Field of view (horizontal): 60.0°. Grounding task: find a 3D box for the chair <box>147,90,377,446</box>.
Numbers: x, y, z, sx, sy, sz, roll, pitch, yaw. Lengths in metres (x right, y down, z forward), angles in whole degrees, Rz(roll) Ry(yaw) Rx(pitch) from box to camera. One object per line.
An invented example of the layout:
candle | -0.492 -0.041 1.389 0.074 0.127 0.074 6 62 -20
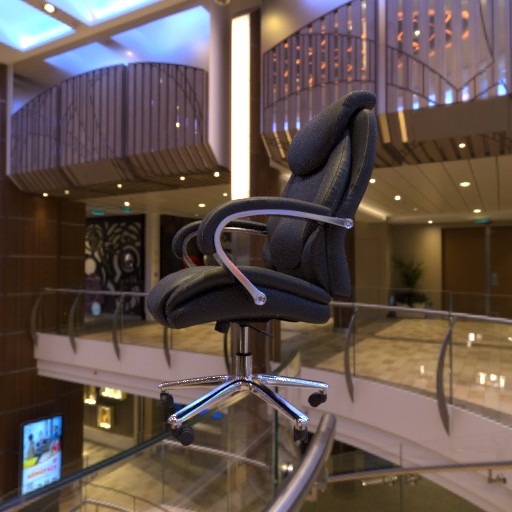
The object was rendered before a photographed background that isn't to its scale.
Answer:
chair | 0.000 0.000 1.673 0.790 1.183 0.755 0 -1 -17
